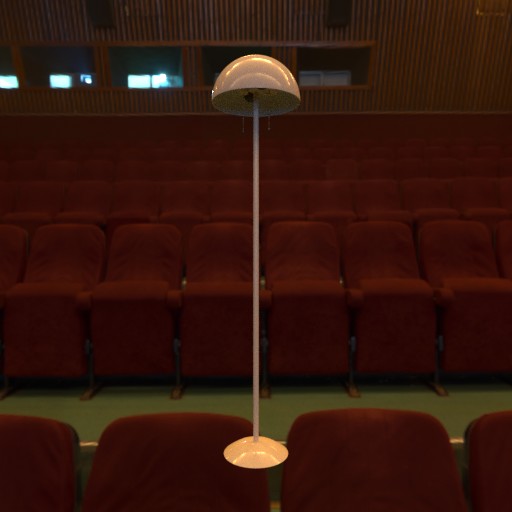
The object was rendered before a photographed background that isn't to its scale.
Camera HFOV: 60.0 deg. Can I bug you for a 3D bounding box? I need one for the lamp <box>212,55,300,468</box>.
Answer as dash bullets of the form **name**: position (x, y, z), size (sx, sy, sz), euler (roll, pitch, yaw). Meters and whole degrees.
- **lamp**: position (0.000, 0.000, 1.655), size (0.328, 1.480, 0.328), euler (0, 1, -1)
